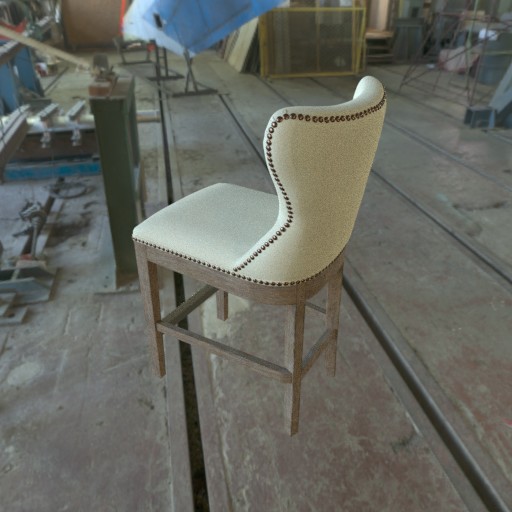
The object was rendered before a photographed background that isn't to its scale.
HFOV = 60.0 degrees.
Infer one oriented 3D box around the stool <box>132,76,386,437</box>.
[{"bbox_3d":[0.000,0.000,1.315,0.608,0.981,0.498,18,36,28],"label":"stool"}]
